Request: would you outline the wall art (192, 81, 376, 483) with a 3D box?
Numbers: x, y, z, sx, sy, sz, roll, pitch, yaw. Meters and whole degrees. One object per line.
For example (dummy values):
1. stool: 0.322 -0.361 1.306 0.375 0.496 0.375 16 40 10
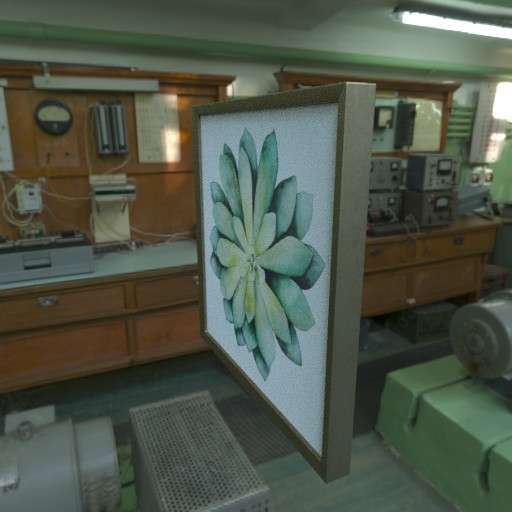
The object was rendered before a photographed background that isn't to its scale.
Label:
1. wall art: 0.000 0.000 0.753 0.040 0.506 0.503 -8 17 -25
